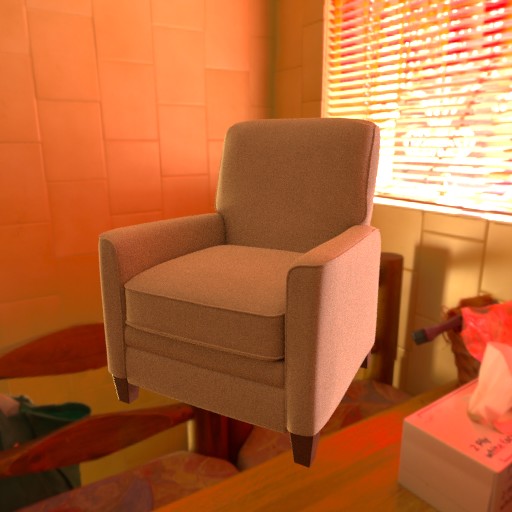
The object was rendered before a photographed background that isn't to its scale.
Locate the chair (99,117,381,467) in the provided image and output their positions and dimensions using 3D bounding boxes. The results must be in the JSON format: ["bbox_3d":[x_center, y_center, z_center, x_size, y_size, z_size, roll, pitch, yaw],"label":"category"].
[{"bbox_3d":[0.000,0.000,1.666,0.845,1.023,0.859,7,16,27],"label":"chair"}]
